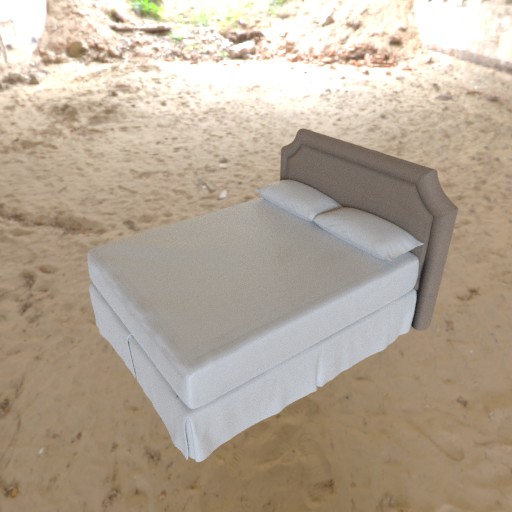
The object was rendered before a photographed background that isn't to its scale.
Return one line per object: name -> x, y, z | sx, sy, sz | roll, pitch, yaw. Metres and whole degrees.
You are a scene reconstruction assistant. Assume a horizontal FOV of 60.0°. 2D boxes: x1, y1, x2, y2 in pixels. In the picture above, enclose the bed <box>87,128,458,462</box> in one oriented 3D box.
bed -> 0.000, 0.000, 3.334 | 2.164, 1.303, 1.828 | -21, 36, -31
